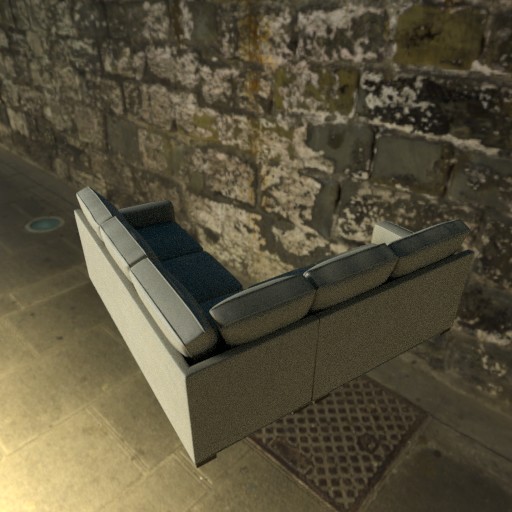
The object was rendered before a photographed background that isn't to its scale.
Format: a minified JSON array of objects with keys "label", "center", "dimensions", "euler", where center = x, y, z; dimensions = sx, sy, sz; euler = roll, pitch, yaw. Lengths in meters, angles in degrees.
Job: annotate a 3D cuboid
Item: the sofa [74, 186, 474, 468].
[{"label":"sofa","center":[0.000,0.000,3.450],"dimensions":[2.188,0.936,2.211],"euler":[-18,35,-28]}]
